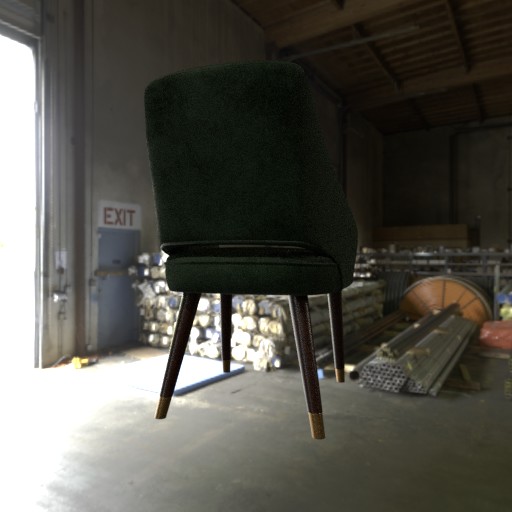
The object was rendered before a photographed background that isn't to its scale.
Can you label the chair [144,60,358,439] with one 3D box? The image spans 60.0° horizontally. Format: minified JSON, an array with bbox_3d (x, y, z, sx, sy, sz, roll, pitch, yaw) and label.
[{"bbox_3d":[0.000,0.000,1.613,0.683,1.081,0.794,0,0,17],"label":"chair"}]
